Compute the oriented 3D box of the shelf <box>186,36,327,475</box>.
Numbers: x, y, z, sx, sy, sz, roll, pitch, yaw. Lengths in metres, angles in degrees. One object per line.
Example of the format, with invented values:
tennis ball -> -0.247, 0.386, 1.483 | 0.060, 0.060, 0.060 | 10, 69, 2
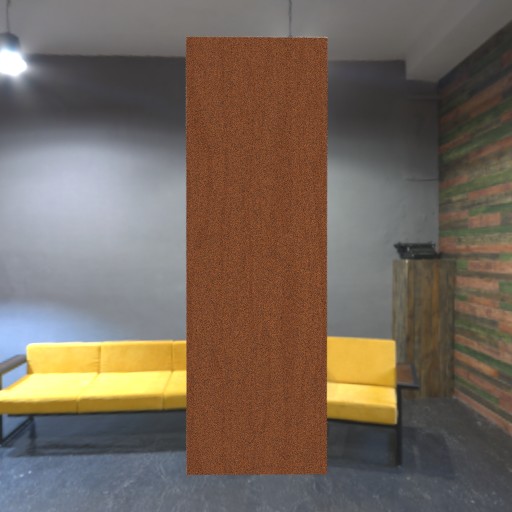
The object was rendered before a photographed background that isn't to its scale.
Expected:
shelf -> 0.000, 0.000, 1.061 | 0.290, 0.900, 0.300 | 0, 0, -1
